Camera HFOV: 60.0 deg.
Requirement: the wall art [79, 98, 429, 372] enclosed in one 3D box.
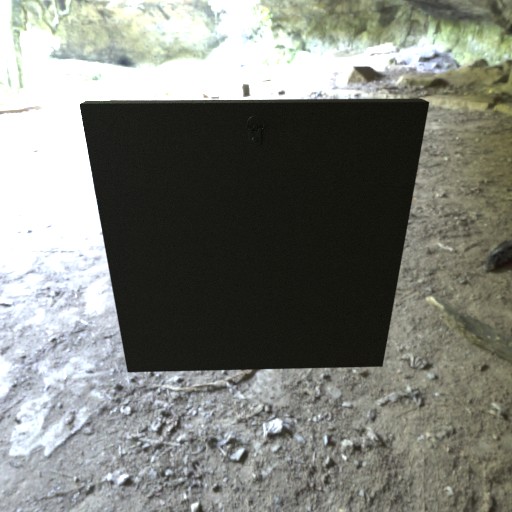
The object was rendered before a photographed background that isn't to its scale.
[{"bbox_3d":[0.000,0.000,0.526,0.349,0.349,0.038,-1,28,-2],"label":"wall art"}]
